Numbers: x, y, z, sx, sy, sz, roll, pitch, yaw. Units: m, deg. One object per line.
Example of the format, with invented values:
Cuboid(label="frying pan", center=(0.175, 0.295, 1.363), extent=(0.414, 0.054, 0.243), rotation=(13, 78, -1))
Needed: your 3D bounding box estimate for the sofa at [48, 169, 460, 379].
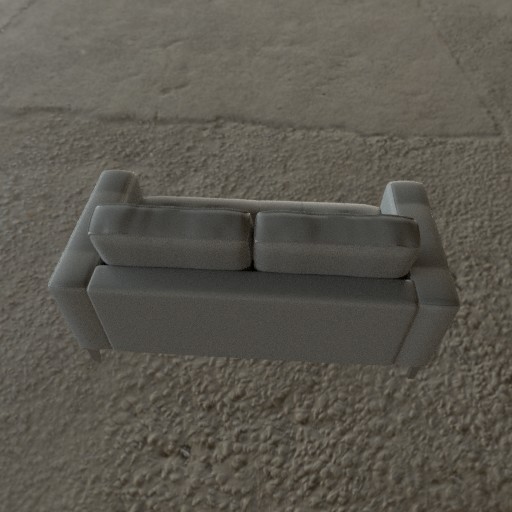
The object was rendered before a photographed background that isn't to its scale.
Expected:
Cuboid(label="sofa", center=(0.000, 0.000, 2.203), extent=(1.726, 0.893, 0.833), rotation=(3, 48, 2))
